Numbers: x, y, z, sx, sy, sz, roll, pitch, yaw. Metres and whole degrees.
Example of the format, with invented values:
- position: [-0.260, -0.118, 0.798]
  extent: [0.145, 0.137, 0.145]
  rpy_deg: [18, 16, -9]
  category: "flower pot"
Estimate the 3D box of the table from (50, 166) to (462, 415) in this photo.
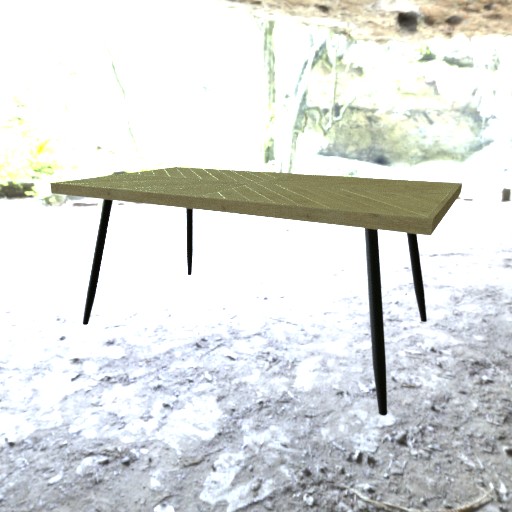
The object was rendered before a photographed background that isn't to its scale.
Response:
- position: [0.000, 0.000, 2.321]
  extent: [1.803, 0.762, 0.991]
  rpy_deg: [9, 19, 28]
  category: "table"
